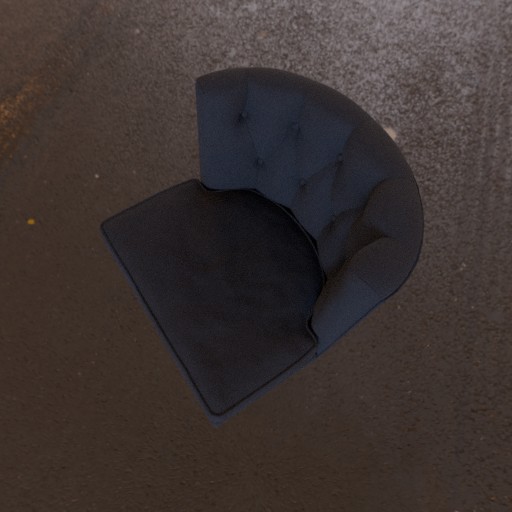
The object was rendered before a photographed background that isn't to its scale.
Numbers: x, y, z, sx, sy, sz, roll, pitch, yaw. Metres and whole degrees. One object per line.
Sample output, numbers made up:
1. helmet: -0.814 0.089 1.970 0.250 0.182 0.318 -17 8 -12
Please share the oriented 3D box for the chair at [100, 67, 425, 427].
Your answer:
1. chair: 0.000 0.000 1.323 0.718 0.771 0.740 -31 68 -14
